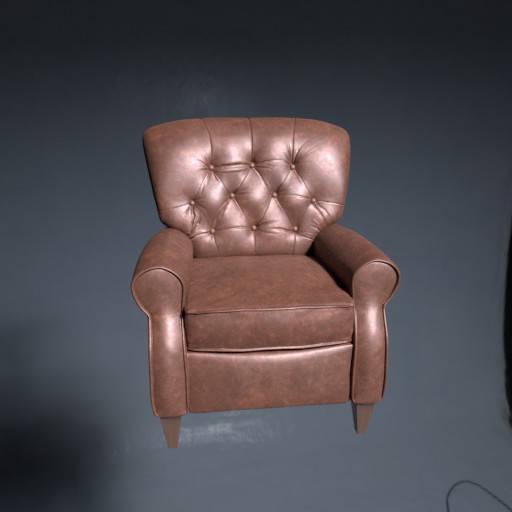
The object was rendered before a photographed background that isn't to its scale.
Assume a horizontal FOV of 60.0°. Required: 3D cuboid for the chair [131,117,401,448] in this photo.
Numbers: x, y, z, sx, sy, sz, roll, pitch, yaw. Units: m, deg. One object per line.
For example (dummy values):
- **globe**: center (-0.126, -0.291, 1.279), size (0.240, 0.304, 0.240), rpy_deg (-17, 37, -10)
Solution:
- **chair**: center (0.000, 0.000, 1.907), size (0.979, 1.162, 1.031), rpy_deg (-2, 16, -6)
